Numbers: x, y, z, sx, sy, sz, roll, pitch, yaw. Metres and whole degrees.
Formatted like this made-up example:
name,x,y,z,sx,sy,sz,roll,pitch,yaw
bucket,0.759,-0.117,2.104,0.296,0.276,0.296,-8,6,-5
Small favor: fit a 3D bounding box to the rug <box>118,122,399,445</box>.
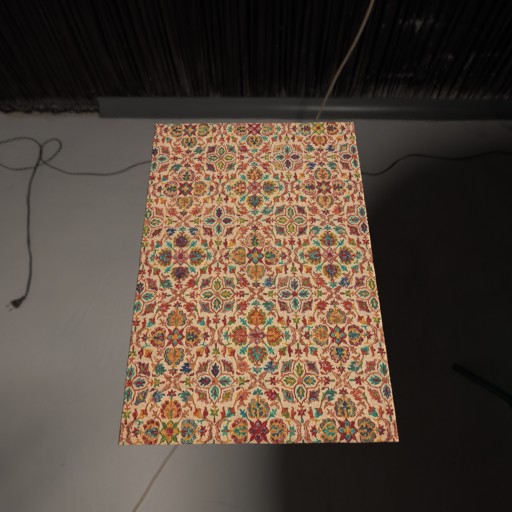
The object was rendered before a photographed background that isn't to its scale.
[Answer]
name,x,y,z,sx,sy,sz,roll,pitch,yaw
rug,0.000,0.000,2.936,1.541,0.018,2.297,-1,64,0
